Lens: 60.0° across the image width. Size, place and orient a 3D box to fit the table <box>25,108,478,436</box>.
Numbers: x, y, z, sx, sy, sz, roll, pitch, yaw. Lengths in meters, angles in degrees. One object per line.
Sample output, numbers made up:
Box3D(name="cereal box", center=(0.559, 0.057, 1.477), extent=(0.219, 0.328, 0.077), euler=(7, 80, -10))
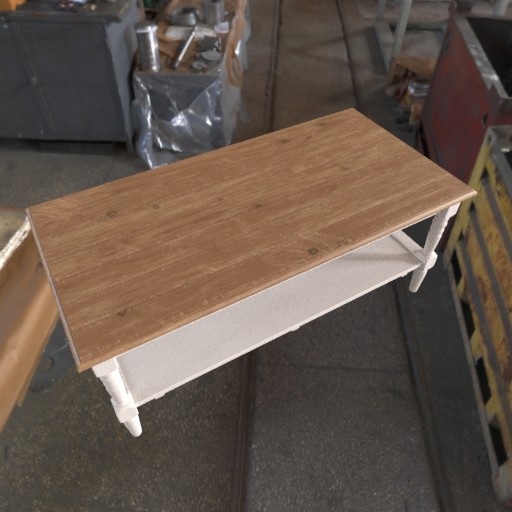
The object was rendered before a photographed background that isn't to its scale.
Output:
Box3D(name="table", center=(0.000, 0.000, 1.378), extent=(1.118, 0.458, 0.559), euler=(-22, 50, -20))
